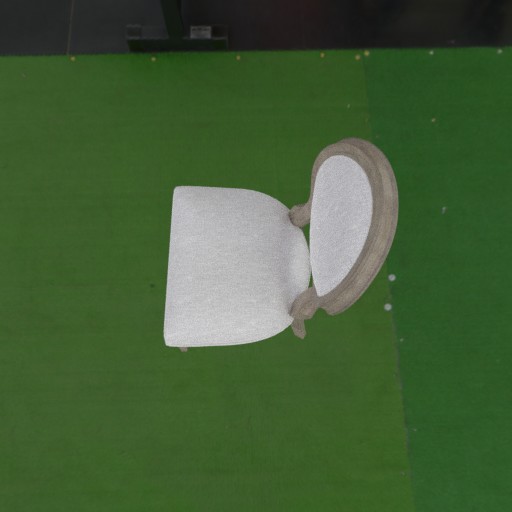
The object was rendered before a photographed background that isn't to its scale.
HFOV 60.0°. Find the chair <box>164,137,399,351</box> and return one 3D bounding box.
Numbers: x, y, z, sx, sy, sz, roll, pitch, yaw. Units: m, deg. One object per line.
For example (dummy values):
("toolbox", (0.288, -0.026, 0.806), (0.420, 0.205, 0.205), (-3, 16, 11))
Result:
("chair", (0.000, 0.000, 1.405), (0.602, 0.990, 0.558), (1, 74, 0))
